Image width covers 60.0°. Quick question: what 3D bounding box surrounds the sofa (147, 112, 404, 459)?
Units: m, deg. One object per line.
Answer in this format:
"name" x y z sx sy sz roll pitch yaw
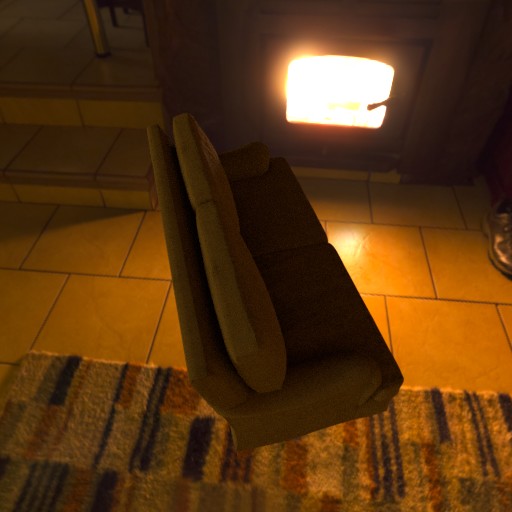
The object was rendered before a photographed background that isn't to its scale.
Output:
"sofa" 0.000 0.000 2.877 1.086 1.087 2.165 -10 47 -10
